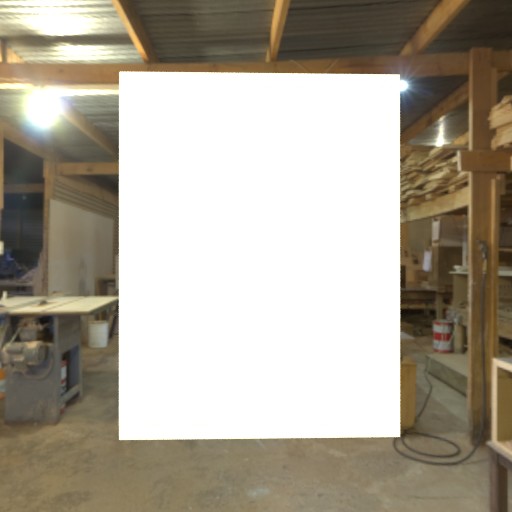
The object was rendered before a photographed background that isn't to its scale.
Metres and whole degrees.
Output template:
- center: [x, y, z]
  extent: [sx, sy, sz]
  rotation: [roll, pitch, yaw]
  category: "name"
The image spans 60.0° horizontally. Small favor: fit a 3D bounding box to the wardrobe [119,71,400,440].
- center: [0.000, 0.000, 0.880]
  extent: [0.400, 0.520, 0.500]
  rotation: [0, 0, -2]
  category: "wardrobe"
